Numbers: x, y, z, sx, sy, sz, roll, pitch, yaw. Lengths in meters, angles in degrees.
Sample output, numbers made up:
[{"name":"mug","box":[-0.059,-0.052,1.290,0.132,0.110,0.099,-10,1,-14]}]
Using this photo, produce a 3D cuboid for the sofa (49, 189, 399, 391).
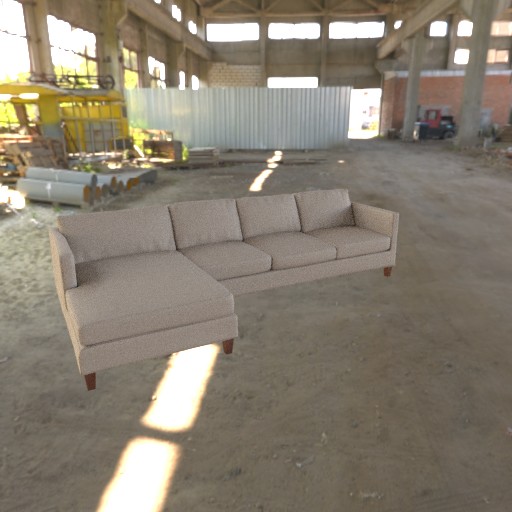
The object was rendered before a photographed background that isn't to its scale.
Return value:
[{"name":"sofa","box":[0.000,0.000,3.902,3.186,0.846,1.625,-9,19,-27]}]
